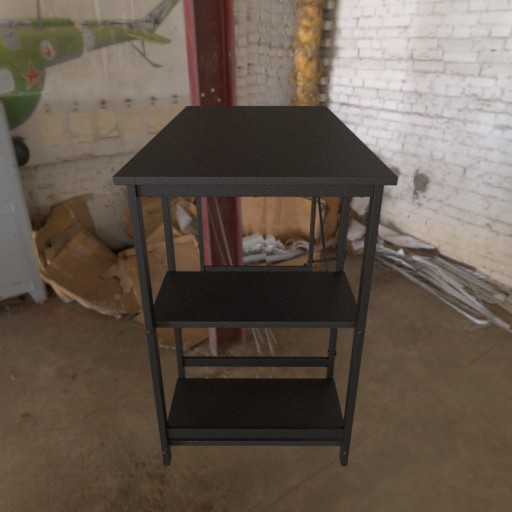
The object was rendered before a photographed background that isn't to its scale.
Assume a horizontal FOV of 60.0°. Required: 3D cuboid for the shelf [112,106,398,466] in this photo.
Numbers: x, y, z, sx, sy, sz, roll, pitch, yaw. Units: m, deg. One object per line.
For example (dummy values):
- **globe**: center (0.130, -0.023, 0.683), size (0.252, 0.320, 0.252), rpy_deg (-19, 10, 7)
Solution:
- **shelf**: center (0.000, 0.000, 1.340), size (0.498, 0.749, 0.902), rpy_deg (0, 26, 0)
